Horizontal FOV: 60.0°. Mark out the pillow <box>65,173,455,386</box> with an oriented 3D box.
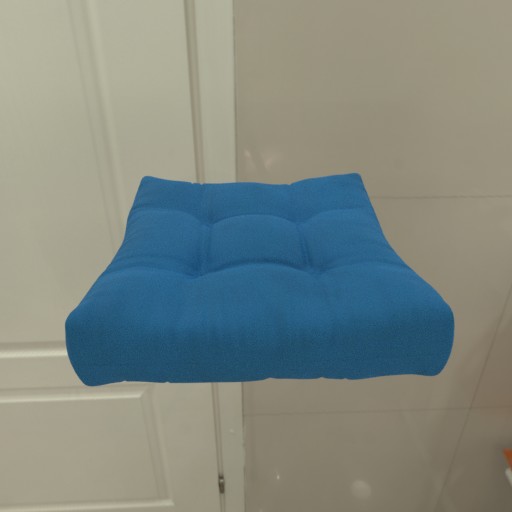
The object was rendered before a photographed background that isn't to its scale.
[{"bbox_3d":[0.000,0.000,0.720,0.468,0.128,0.490,-1,30,-2],"label":"pillow"}]
